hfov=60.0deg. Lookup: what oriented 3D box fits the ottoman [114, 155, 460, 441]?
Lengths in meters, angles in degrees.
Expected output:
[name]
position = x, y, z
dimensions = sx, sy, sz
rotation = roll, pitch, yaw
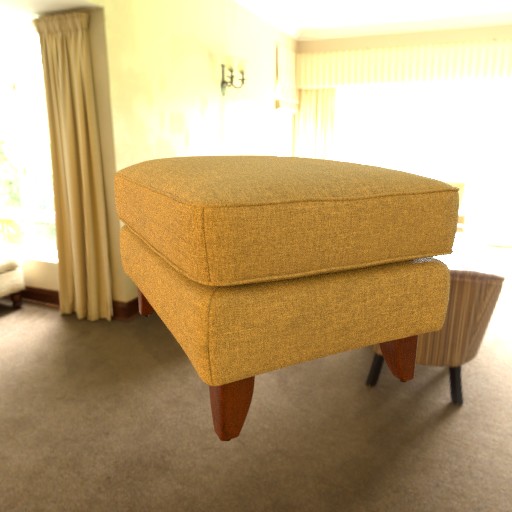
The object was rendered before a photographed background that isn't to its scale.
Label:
[ottoman]
position = 0.000, 0.000, 1.290
dimensions = 0.661, 0.561, 0.889
rotation = -7, 16, -25
